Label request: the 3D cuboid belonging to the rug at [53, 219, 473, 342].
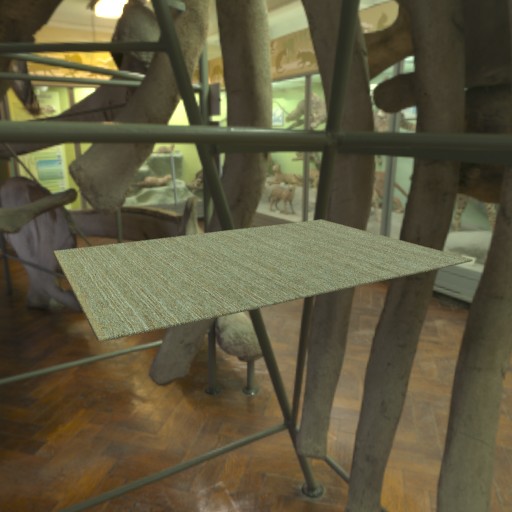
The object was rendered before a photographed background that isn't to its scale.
[{"bbox_3d":[0.000,0.000,2.315,1.824,0.010,1.240,-9,18,-29],"label":"rug"}]
